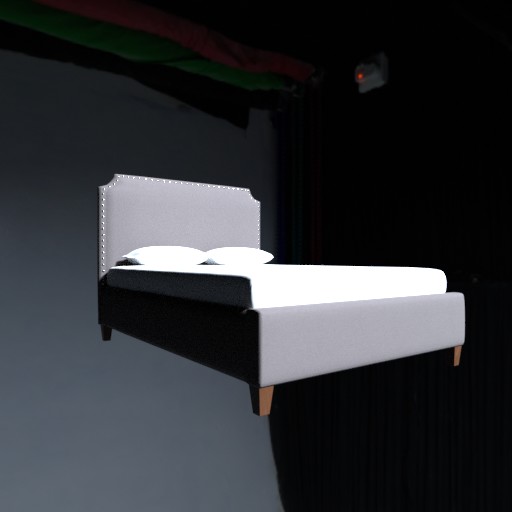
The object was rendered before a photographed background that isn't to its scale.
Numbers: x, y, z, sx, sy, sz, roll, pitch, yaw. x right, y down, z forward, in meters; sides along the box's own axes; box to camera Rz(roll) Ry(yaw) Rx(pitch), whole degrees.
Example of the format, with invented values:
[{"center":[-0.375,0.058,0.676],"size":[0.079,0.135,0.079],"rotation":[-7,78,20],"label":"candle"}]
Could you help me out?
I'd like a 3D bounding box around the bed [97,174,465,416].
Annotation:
[{"center":[0.000,0.000,3.376],"size":[1.713,1.443,2.372],"rotation":[0,0,-36],"label":"bed"}]
